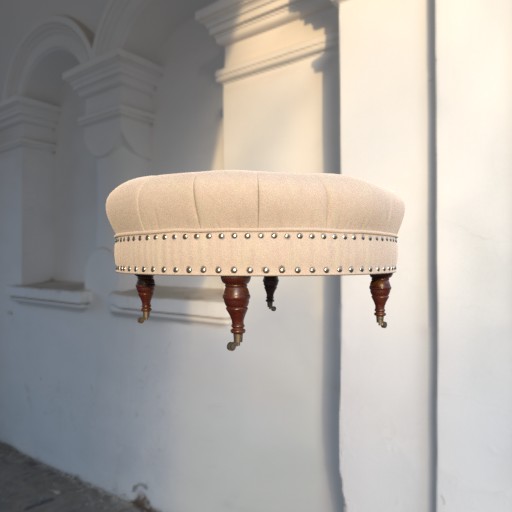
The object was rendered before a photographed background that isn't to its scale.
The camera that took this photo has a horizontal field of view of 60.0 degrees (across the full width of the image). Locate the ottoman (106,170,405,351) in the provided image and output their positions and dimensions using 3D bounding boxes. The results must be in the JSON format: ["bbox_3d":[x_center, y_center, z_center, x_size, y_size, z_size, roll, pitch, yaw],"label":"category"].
[{"bbox_3d":[0.000,0.000,1.400,0.901,0.439,0.901,0,0,0],"label":"ottoman"}]
